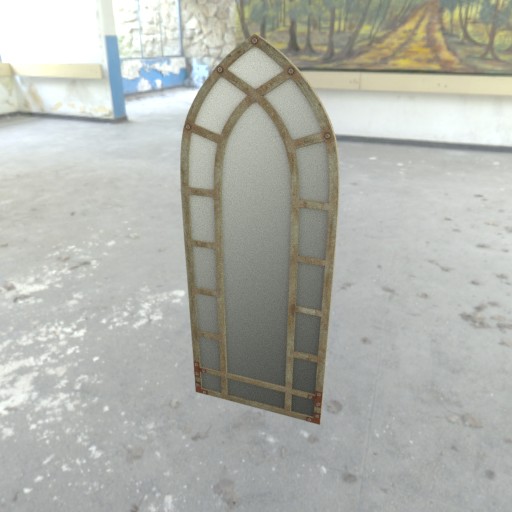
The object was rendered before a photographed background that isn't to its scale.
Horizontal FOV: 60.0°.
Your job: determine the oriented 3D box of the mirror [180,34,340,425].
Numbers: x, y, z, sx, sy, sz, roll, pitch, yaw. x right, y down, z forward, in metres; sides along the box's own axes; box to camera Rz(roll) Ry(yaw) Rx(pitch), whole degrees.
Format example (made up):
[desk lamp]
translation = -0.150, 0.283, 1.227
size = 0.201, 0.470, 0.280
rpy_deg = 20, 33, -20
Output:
[mirror]
translation = 0.000, 0.000, 1.311
size = 0.464, 1.175, 0.025
rpy_deg = 9, 27, 18
